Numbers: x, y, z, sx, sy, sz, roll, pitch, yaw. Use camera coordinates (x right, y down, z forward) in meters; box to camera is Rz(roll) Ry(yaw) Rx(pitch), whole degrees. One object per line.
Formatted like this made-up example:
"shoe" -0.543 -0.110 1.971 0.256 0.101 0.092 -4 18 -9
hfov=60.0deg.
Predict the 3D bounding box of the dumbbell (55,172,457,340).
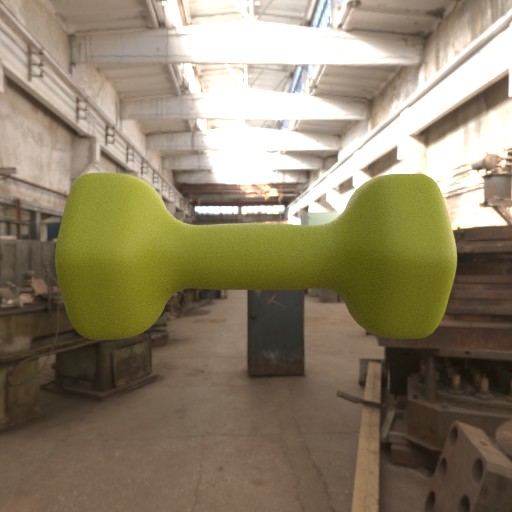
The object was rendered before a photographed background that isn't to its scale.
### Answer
"dumbbell" 0.000 0.000 0.203 0.164 0.072 0.080 0 1 0
